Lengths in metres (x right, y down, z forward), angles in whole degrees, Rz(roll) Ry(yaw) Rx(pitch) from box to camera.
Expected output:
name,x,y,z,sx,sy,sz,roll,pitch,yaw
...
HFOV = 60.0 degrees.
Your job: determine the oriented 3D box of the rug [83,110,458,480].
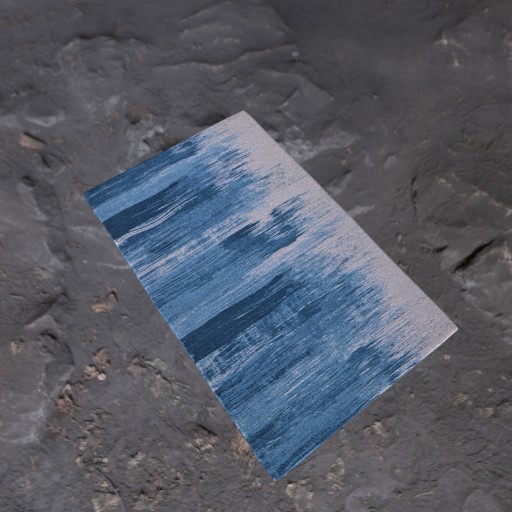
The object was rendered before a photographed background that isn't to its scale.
name,x,y,z,sx,sy,sz,roll,pitch,yaw
rug,0.000,0.000,3.150,1.540,0.027,2.450,-33,67,-16
